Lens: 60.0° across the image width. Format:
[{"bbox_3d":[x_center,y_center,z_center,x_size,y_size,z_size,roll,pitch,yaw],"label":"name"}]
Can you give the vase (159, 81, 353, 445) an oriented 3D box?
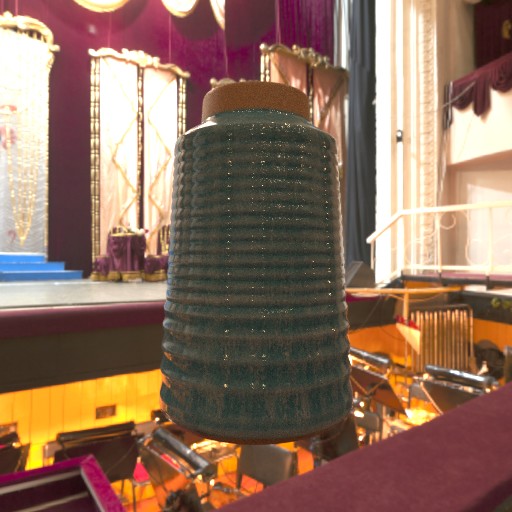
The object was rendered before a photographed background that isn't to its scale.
[{"bbox_3d":[0.000,0.000,0.381,0.163,0.267,0.163,0,0,0],"label":"vase"}]
